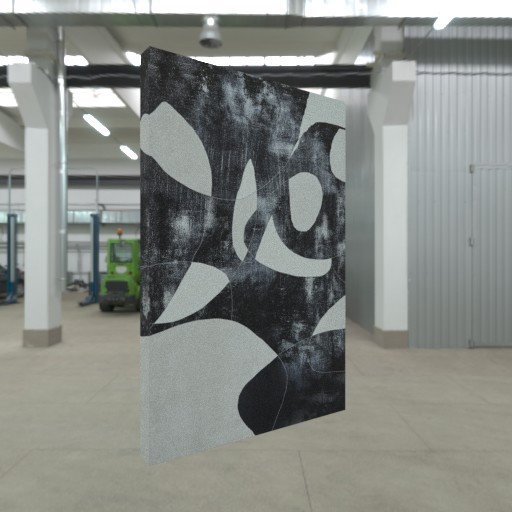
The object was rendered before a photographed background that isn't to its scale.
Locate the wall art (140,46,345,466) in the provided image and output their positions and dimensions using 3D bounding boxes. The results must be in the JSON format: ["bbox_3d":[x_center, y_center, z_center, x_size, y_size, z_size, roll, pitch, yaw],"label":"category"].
[{"bbox_3d":[0.000,0.000,0.776,0.407,0.610,0.039,0,0,-35],"label":"wall art"}]
